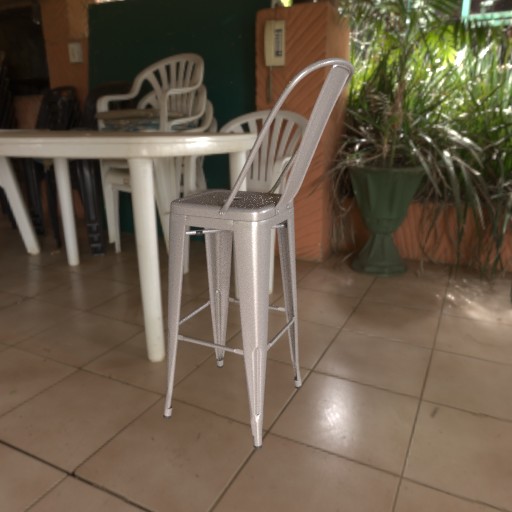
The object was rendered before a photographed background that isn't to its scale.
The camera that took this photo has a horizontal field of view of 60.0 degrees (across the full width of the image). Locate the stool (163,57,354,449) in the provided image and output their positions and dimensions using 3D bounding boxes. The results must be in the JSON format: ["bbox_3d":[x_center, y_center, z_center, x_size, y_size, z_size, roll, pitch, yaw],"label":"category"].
[{"bbox_3d":[0.000,0.000,1.375,0.513,1.096,0.399,8,19,24],"label":"stool"}]
